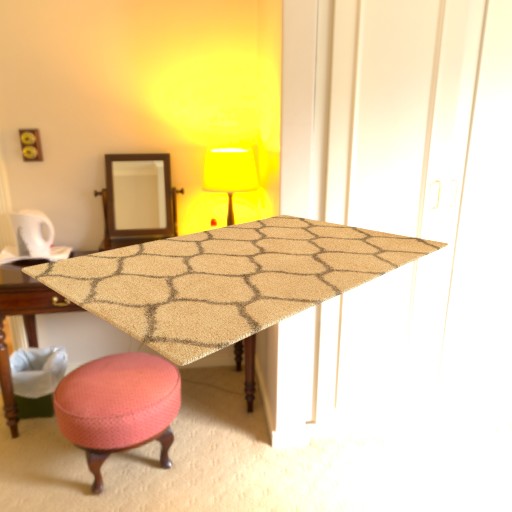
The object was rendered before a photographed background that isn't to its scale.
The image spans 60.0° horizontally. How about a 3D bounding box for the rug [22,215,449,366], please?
[{"bbox_3d":[0.000,0.000,3.307,1.801,0.026,2.701,15,22,42],"label":"rug"}]
